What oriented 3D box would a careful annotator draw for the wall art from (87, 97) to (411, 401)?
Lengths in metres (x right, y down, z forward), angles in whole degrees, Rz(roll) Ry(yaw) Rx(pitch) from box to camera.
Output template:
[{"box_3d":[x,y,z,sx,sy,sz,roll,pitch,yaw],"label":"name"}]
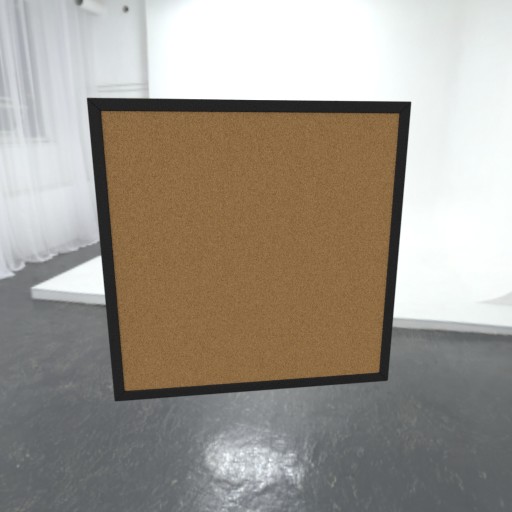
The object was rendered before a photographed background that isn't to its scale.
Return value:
[{"box_3d":[0.000,0.000,1.147,0.763,0.763,0.037,-2,15,-8],"label":"wall art"}]
